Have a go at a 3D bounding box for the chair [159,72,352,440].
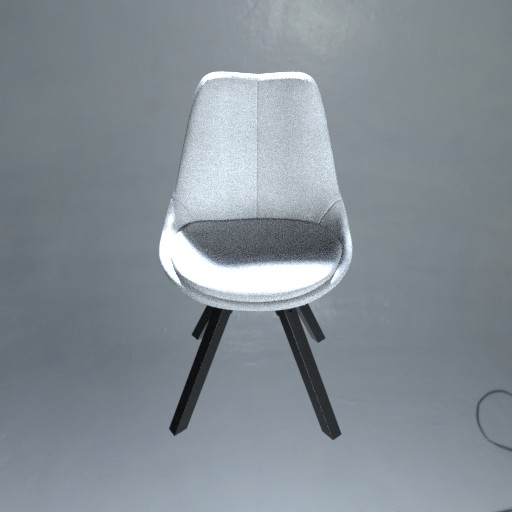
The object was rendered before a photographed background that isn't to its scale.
[{"bbox_3d":[0.000,0.000,1.178,0.485,0.850,0.550,1,30,1],"label":"chair"}]
